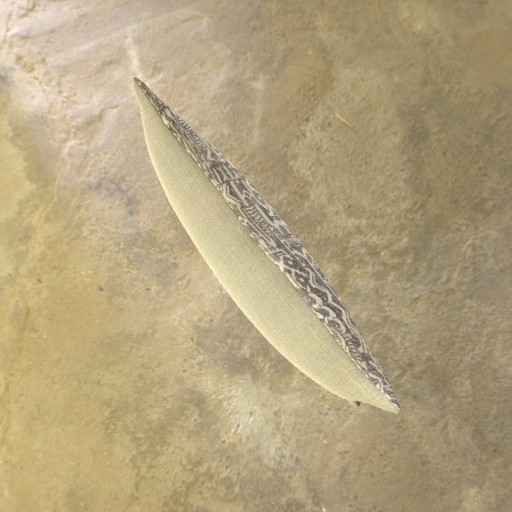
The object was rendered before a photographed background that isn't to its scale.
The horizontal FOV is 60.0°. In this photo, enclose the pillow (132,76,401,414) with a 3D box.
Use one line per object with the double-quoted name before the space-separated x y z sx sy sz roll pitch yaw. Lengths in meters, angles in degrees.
"pillow" 0.000 0.000 0.750 0.148 0.290 0.631 -36 78 -9
